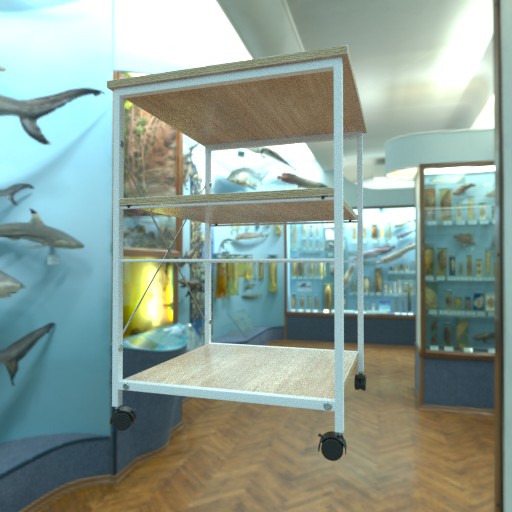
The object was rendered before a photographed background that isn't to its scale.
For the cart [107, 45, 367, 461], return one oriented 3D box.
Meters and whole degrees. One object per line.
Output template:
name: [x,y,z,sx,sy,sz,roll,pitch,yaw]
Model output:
cart: [0.000,0.000,1.132,0.520,0.762,0.521,0,-1,18]
